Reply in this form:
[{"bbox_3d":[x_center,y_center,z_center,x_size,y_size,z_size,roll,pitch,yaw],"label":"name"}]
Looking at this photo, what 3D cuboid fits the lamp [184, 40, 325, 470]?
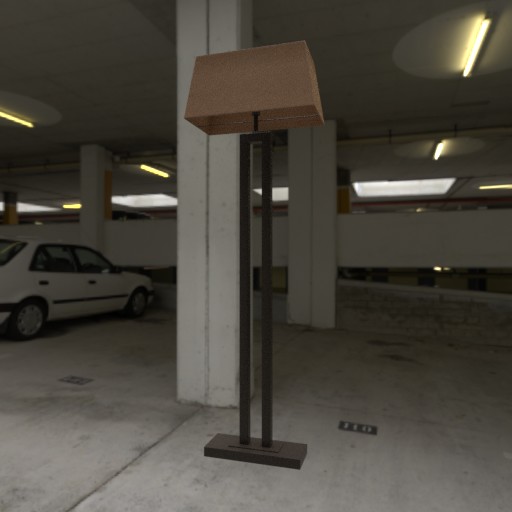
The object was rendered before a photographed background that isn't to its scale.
[{"bbox_3d":[0.000,0.000,1.641,0.475,1.469,0.233,0,0,17],"label":"lamp"}]
